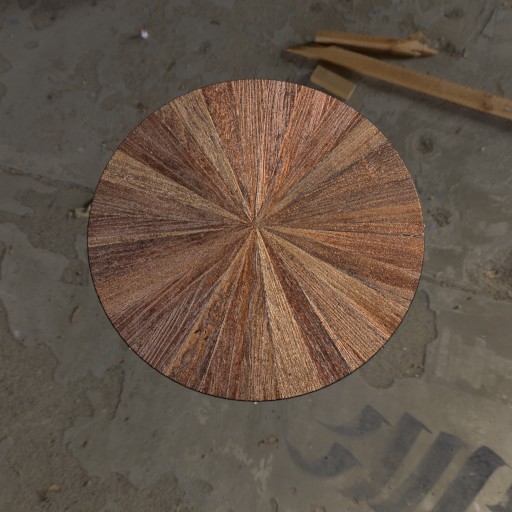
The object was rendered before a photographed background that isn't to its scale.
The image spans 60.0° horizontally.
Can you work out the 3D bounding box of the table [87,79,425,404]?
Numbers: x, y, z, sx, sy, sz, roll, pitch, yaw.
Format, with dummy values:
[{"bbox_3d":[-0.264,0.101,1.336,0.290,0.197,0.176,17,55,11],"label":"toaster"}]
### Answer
[{"bbox_3d":[0.000,0.000,1.480,0.885,0.658,0.885,0,76,0],"label":"table"}]
